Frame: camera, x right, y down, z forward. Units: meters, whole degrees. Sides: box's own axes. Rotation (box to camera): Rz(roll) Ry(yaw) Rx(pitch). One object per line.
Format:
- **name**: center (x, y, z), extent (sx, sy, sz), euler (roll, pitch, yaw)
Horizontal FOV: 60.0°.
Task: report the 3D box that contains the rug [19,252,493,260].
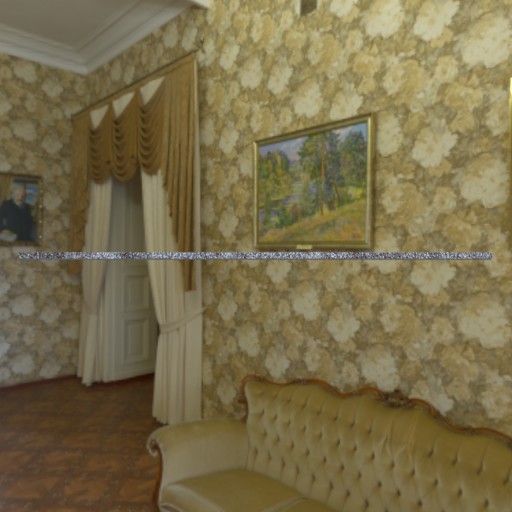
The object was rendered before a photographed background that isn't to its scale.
- **rug**: center (0.000, 0.000, 2.089), extent (1.601, 0.025, 1.198), euler (0, 0, 1)
